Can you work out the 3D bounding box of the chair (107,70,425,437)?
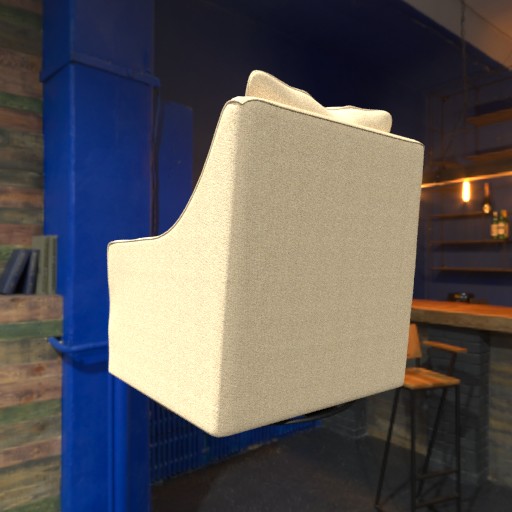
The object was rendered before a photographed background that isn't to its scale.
[{"bbox_3d":[0.000,0.000,1.549,0.760,0.927,0.876,0,0,-37],"label":"chair"}]
